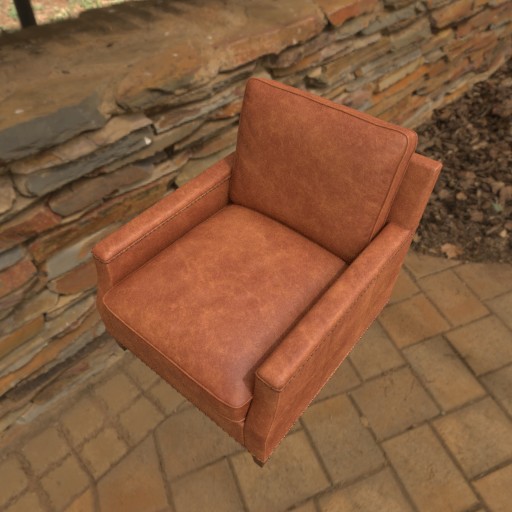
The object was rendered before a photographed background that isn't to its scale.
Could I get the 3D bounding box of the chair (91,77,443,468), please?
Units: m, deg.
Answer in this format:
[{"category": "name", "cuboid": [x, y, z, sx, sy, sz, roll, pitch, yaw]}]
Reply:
[{"category": "chair", "cuboid": [0.000, 0.000, 1.672, 0.853, 0.943, 1.014, 31, 54, 26]}]
